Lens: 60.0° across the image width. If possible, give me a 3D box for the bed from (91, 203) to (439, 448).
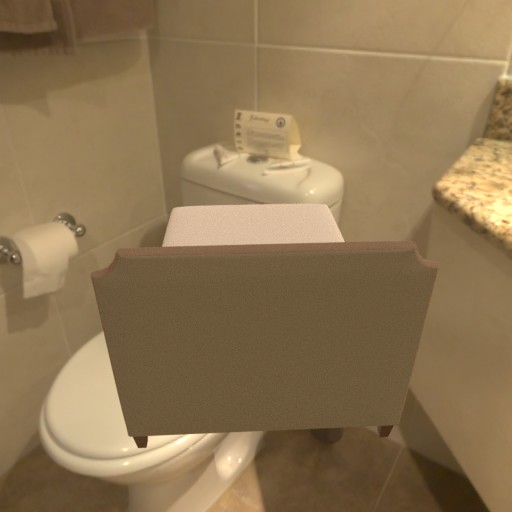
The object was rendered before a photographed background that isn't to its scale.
[{"bbox_3d":[0.000,0.000,3.444,1.713,1.443,2.372,-2,31,-3],"label":"bed"}]
